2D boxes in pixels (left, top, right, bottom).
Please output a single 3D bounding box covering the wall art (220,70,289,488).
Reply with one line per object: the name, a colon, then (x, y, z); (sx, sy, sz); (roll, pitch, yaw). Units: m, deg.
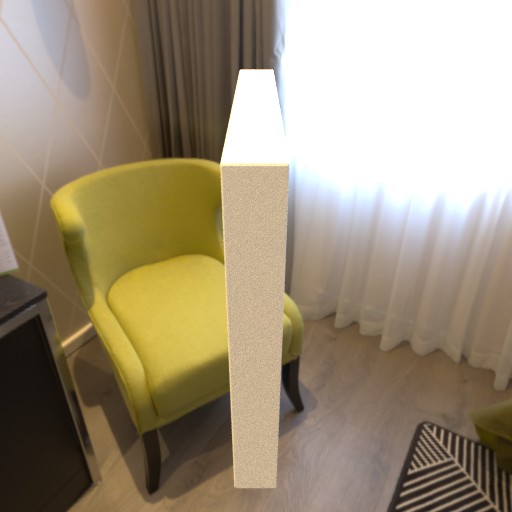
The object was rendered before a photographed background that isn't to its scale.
wall art: (0.000, 0.000, 0.448); (0.038, 0.305, 0.305); (0, 32, 0)
